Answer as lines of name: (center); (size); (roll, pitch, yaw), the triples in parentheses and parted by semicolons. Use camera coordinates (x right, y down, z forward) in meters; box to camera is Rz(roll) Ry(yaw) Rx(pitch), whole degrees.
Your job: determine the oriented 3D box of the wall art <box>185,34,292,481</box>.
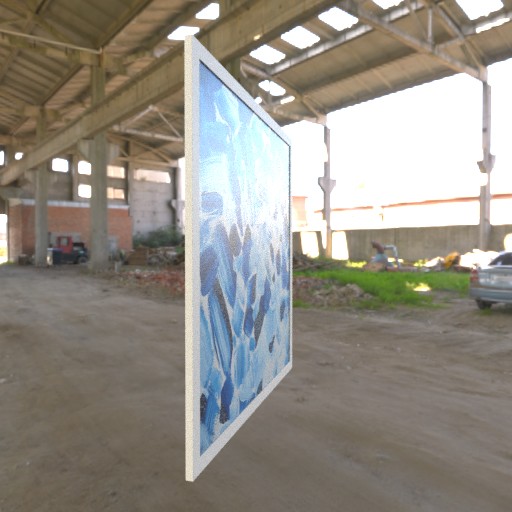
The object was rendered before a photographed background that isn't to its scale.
wall art: (0.000, 0.000, 1.193); (0.015, 0.812, 0.812); (0, 1, 18)
